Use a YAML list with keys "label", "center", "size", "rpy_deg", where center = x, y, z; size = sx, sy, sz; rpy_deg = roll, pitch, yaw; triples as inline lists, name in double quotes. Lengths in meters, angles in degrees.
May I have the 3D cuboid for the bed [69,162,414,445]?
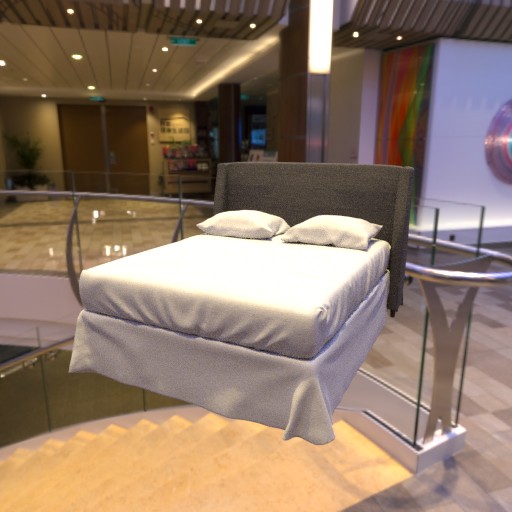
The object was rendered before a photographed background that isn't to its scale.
- label: "bed"
  center: [0.000, 0.000, 3.405]
  size: [1.925, 1.332, 2.276]
  rpy_deg: [7, 16, 26]
